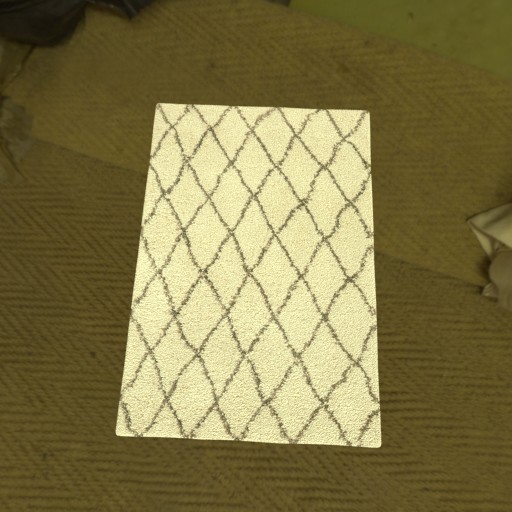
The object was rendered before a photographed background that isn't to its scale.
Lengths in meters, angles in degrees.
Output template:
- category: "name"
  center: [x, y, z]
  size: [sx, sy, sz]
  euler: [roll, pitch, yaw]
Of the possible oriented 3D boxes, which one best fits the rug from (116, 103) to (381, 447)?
- category: "rug"
  center: [0.000, 0.000, 2.287]
  size: [1.219, 0.030, 1.778]
  euler: [2, 73, 1]
